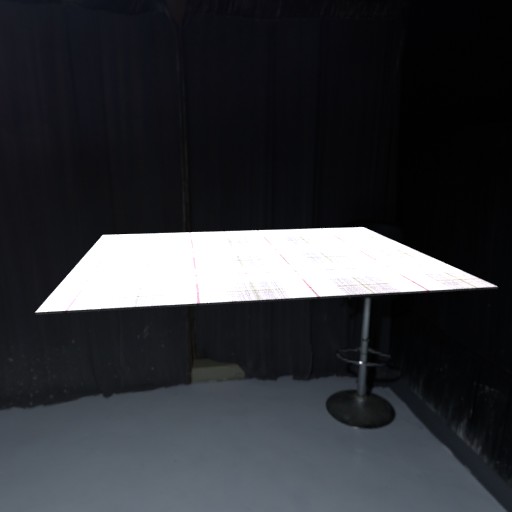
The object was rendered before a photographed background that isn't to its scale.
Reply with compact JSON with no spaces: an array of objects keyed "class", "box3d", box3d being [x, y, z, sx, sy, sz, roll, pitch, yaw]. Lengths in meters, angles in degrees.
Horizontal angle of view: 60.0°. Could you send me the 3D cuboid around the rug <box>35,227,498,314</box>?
[{"class":"rug","box3d":[0.000,0.000,3.896,2.959,0.016,2.317,-2,14,-9]}]
